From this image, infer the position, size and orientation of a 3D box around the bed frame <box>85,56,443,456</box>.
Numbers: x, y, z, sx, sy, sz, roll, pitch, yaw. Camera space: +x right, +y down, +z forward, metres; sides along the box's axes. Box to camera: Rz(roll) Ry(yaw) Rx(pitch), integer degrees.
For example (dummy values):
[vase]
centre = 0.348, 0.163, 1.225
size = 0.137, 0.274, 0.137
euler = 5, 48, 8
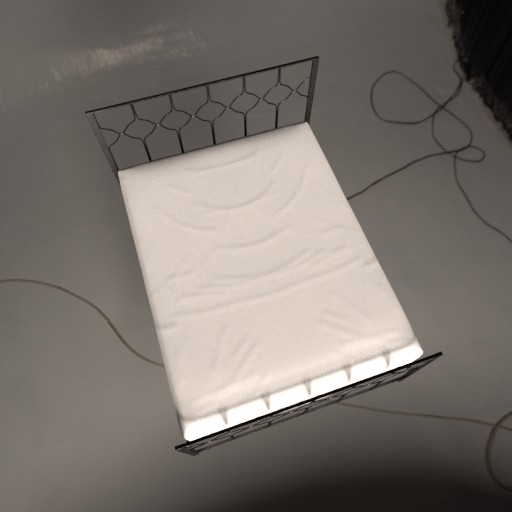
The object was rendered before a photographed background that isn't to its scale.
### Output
[bed frame]
centre = 0.000, 0.000, 3.045
size = 1.597, 1.222, 2.063
euler = -17, 65, -8
